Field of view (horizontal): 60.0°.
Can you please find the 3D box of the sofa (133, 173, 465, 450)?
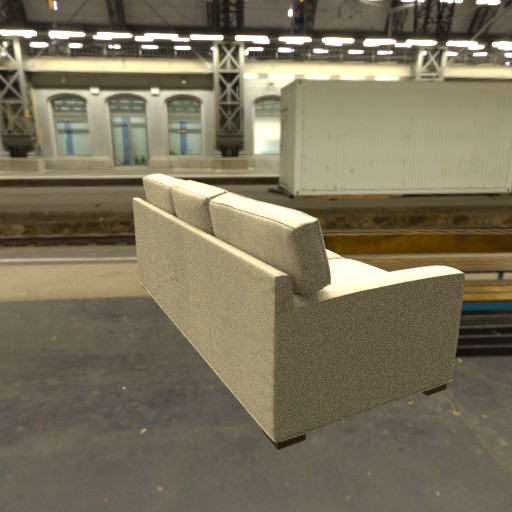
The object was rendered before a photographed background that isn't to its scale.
[{"bbox_3d":[0.000,0.000,2.579,0.936,0.862,2.093,-8,17,-26],"label":"sofa"}]
